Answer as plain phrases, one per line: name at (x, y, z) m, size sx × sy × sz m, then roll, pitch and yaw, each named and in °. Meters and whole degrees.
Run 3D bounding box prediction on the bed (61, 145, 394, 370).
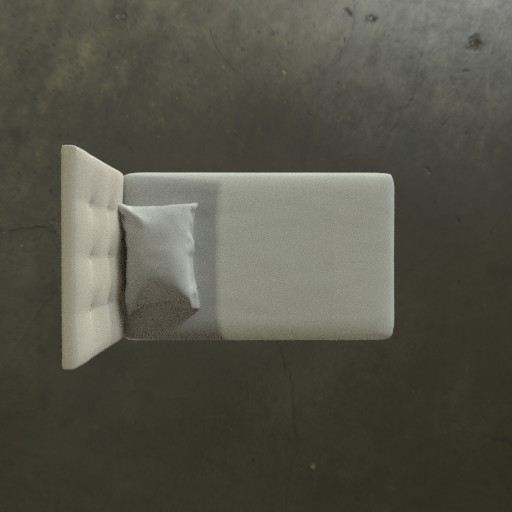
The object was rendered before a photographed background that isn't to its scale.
bed at (0.000, 0.000, 3.005) m, size 1.997 × 1.571 × 1.261 m, roll 0°, pitch 91°, yaw 0°
